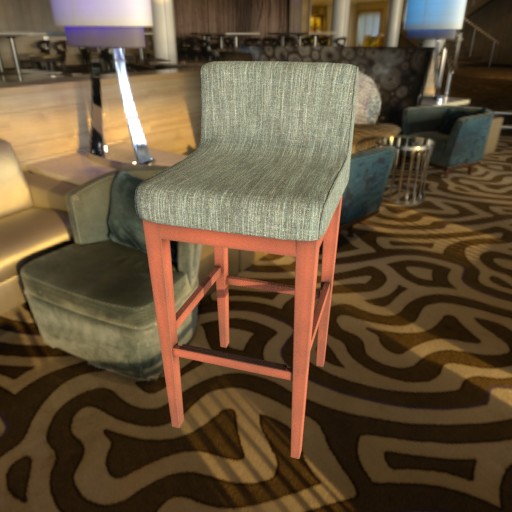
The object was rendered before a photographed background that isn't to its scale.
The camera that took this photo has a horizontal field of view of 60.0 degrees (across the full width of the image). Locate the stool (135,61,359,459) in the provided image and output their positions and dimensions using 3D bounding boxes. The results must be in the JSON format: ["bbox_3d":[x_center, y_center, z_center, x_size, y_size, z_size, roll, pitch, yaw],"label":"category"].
[{"bbox_3d":[0.000,0.000,1.222,0.426,0.965,0.499,8,28,15],"label":"stool"}]
